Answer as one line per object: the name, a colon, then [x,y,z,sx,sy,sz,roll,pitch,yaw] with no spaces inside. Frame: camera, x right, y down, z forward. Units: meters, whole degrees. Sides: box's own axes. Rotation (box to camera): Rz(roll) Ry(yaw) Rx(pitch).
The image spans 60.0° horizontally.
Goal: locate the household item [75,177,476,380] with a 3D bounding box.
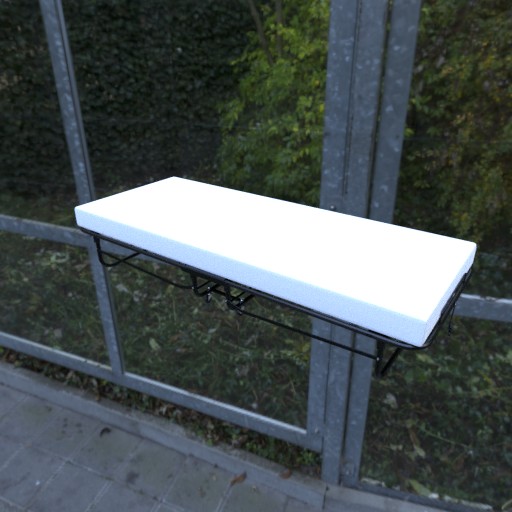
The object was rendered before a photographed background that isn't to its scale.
household item: [0.000,0.000,2.223,1.905,0.356,0.787,17,31,32]
